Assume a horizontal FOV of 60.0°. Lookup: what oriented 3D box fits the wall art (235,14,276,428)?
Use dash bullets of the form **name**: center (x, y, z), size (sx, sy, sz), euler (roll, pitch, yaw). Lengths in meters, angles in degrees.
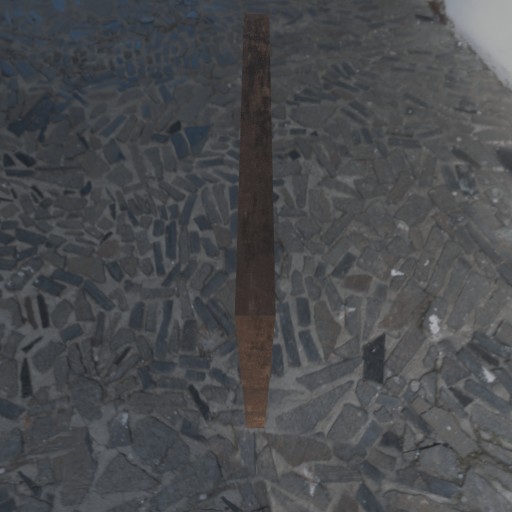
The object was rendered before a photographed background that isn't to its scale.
- **wall art**: center (0.000, 0.000, 0.540), size (0.027, 0.406, 0.329), euler (0, 59, 0)
